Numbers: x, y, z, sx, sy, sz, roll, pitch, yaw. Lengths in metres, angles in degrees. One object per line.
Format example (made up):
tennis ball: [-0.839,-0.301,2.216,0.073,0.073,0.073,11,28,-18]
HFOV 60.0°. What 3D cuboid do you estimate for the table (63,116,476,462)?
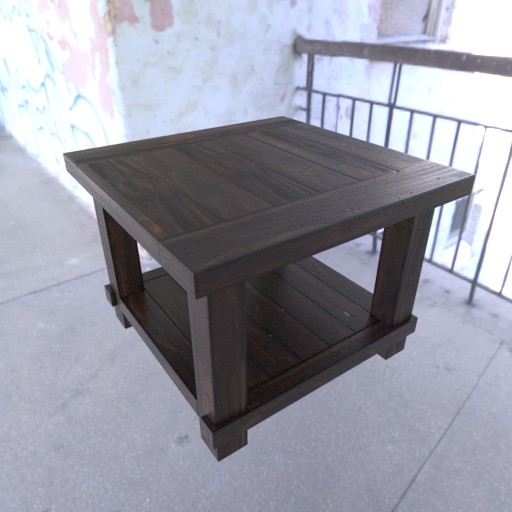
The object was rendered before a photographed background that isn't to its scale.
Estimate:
table: [0.000,0.000,1.009,0.606,0.437,0.593,-20,36,-30]
